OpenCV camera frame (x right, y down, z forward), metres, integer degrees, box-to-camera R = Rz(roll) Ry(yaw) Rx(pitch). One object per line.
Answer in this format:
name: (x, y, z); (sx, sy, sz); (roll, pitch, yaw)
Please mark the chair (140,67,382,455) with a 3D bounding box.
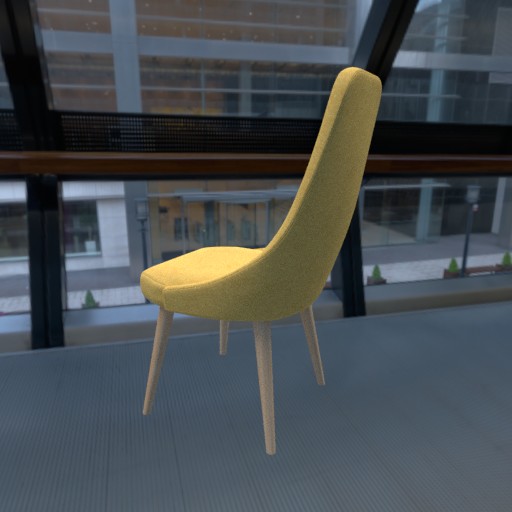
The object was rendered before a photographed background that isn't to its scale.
chair: (0.000, 0.000, 1.392); (0.660, 1.040, 0.510); (8, 17, 27)
